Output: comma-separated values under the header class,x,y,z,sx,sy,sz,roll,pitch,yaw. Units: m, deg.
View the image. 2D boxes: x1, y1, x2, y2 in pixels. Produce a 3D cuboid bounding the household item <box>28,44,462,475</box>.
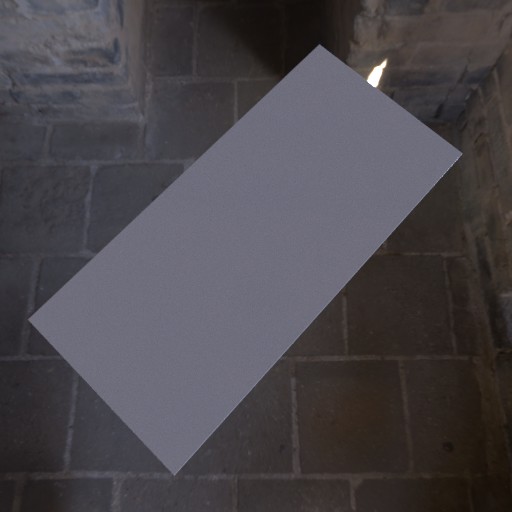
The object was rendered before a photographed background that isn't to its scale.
class,x,y,z,sx,sy,sz,roll,pitch,yaw
household item,0.000,0.000,2.143,0.800,0.745,1.700,42,79,10
